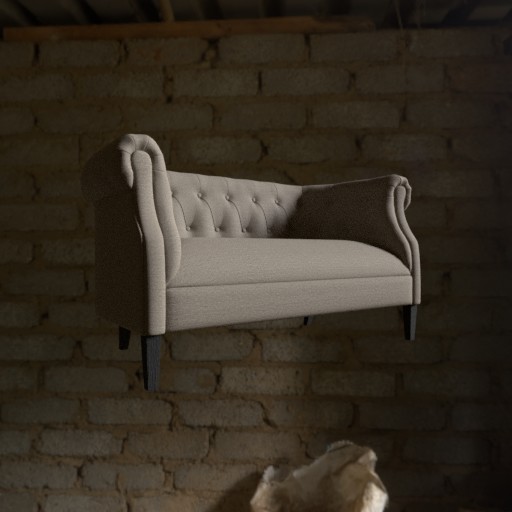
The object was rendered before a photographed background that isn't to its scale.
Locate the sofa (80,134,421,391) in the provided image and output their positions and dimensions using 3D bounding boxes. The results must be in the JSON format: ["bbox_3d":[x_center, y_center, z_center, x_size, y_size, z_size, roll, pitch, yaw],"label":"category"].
[{"bbox_3d":[0.000,0.000,2.085,1.558,0.827,0.835,-1,1,-36],"label":"sofa"}]
